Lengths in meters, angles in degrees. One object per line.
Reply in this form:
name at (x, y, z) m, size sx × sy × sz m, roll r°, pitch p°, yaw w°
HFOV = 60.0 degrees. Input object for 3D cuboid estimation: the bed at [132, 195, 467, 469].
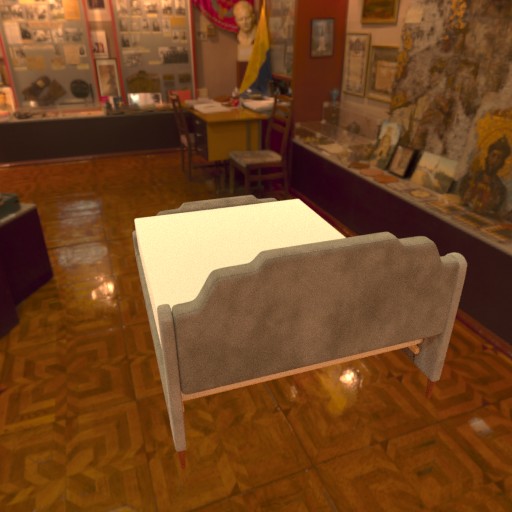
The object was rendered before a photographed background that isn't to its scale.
bed at (0.000, 0.000, 3.344) m, size 1.676 × 1.245 × 2.340 m, roll -9°, pitch 29°, yaw -16°
